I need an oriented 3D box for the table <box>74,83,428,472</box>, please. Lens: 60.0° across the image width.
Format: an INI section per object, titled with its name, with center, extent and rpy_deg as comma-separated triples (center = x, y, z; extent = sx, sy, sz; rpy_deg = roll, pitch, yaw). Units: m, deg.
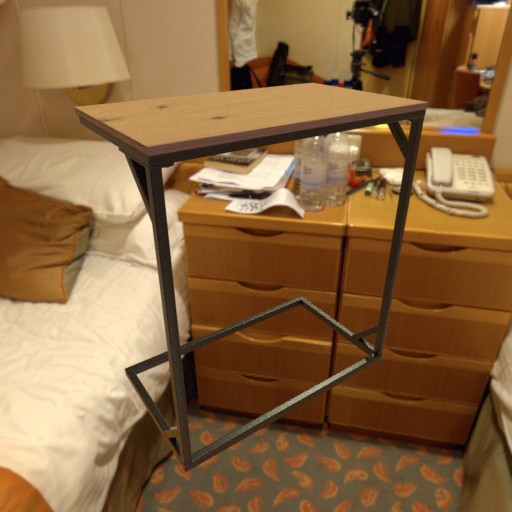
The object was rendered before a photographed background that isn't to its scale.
[table]
center = 0.000, 0.000, 1.025
extent = 0.597, 0.673, 0.351
rpy_deg = -18, 34, -30
